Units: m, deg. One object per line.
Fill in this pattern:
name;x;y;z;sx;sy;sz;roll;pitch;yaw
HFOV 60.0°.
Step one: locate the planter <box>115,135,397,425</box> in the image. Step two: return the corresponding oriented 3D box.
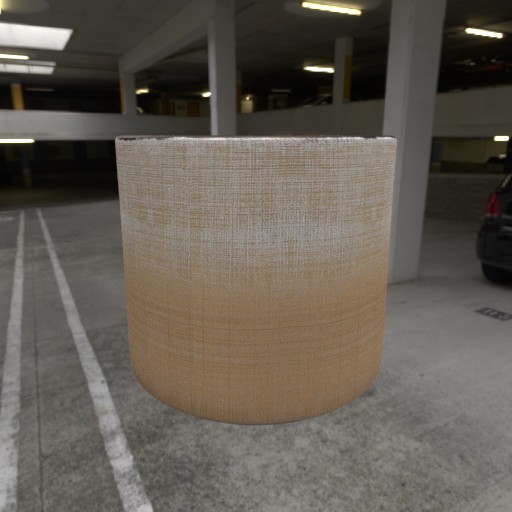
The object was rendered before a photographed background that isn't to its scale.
planter;0.000;0.000;0.382;0.221;0.201;0.221;0;15;0
